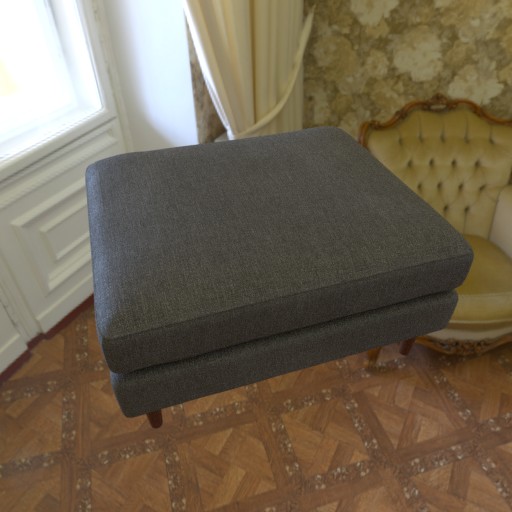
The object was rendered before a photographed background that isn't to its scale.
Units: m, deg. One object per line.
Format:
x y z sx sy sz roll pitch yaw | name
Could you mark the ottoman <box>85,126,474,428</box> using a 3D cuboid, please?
0.000 0.000 1.233 0.821 0.474 0.693 -12 42 -14 | ottoman
